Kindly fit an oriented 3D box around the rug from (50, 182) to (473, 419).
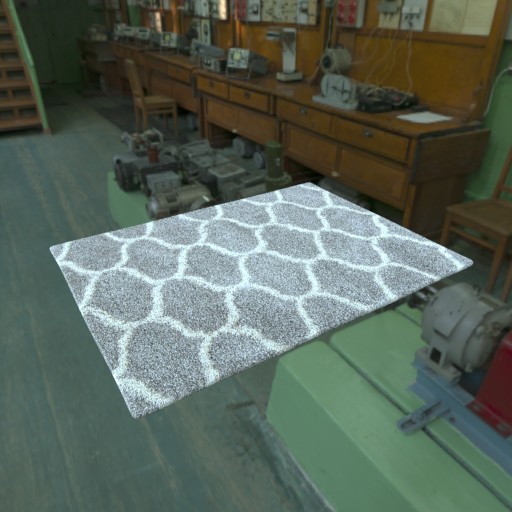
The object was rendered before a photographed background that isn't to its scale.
[{"bbox_3d":[0.000,0.000,2.078,1.600,0.025,1.200,-18,35,-28],"label":"rug"}]
